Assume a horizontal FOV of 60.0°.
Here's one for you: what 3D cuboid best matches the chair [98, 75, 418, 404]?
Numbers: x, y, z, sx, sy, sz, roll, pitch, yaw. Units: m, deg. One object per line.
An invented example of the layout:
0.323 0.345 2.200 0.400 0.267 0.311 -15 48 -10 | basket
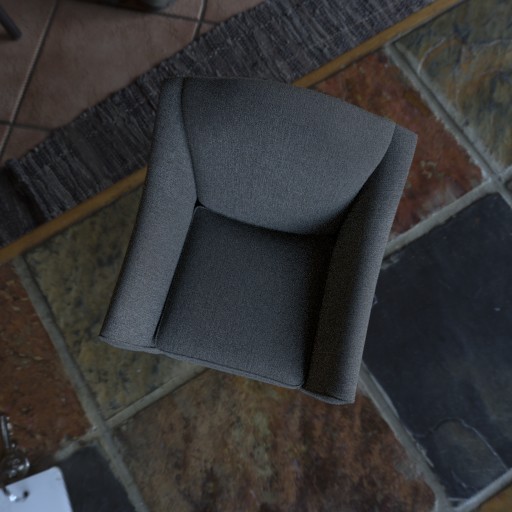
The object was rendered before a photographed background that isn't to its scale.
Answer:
0.000 0.000 1.468 0.763 0.839 0.787 14 77 3 | chair
